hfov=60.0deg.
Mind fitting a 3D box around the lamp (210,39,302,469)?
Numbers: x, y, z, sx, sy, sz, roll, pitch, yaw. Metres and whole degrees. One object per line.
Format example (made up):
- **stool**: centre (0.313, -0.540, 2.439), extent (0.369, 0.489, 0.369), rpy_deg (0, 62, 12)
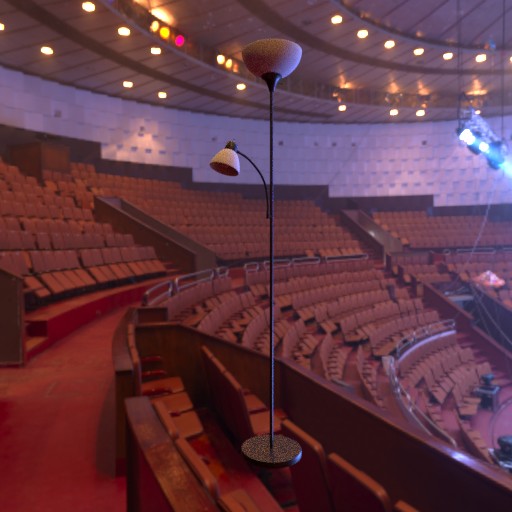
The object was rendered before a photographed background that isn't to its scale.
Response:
- **lamp**: centre (0.000, 0.000, 1.945), extent (0.442, 1.804, 0.279), rpy_deg (-1, 2, -35)
